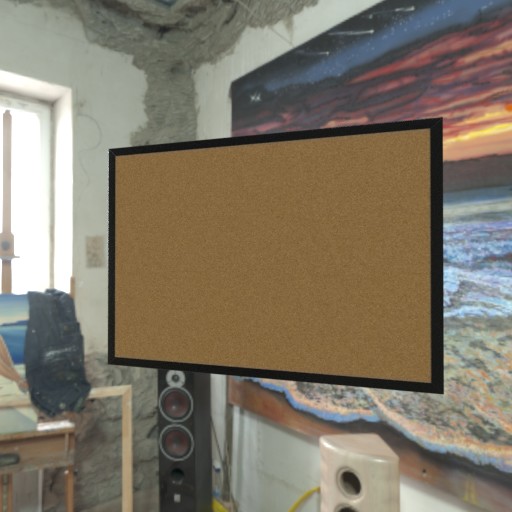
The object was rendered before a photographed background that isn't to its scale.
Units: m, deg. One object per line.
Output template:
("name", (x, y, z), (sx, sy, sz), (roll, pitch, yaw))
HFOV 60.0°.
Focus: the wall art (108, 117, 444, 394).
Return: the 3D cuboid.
("wall art", (0.000, 0.000, 0.565), (0.440, 0.306, 0.013), (0, -1, 19))
